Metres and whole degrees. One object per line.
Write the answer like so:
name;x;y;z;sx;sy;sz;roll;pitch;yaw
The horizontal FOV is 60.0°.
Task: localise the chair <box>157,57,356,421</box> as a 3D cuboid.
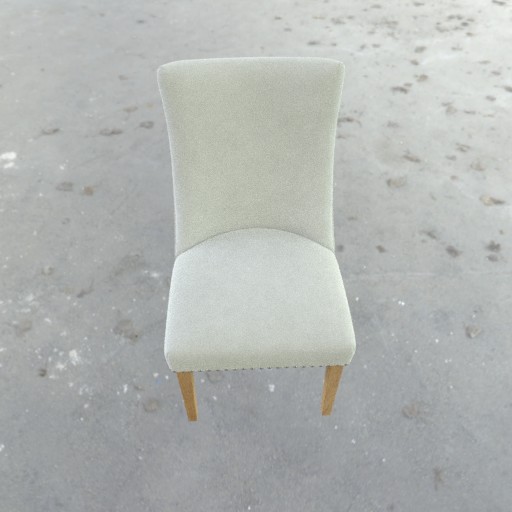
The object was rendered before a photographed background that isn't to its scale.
chair;0.000;0.000;1.275;0.495;0.902;0.610;-2;47;-2
